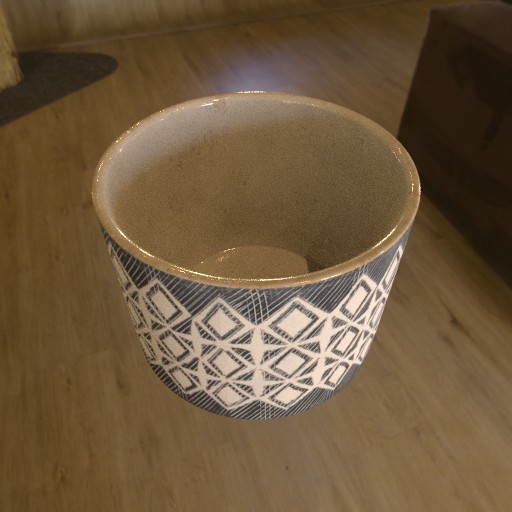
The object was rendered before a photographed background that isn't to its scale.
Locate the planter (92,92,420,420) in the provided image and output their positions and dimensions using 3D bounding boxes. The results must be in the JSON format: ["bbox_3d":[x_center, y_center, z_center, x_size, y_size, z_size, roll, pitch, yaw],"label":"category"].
[{"bbox_3d":[0.000,0.000,0.213,0.126,0.104,0.126,0,46,0],"label":"planter"}]
